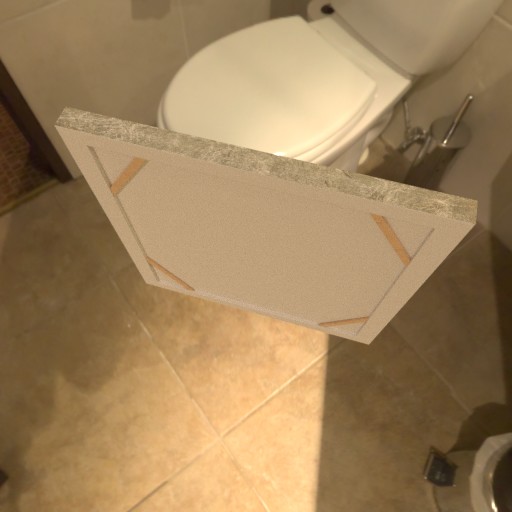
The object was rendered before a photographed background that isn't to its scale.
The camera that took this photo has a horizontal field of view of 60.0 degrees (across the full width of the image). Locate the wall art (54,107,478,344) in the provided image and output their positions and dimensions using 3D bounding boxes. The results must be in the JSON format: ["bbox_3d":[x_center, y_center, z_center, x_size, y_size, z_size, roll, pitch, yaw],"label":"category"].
[{"bbox_3d":[0.000,0.000,0.899,0.610,0.610,0.038,15,65,7],"label":"wall art"}]
